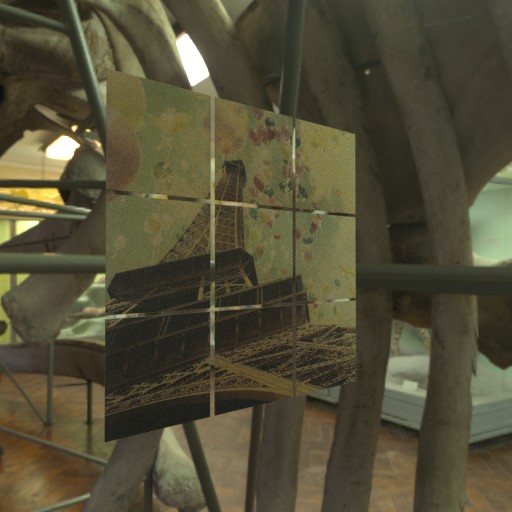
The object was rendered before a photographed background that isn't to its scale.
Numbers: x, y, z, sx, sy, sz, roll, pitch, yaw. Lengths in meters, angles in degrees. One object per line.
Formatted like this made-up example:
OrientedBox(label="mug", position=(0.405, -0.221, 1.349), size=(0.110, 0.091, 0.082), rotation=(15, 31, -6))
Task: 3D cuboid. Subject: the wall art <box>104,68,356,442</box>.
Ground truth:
OrientedBox(label="wall art", position=(0.000, 0.000, 2.240), size=(1.517, 1.505, 0.002), rotation=(1, -1, -37))
